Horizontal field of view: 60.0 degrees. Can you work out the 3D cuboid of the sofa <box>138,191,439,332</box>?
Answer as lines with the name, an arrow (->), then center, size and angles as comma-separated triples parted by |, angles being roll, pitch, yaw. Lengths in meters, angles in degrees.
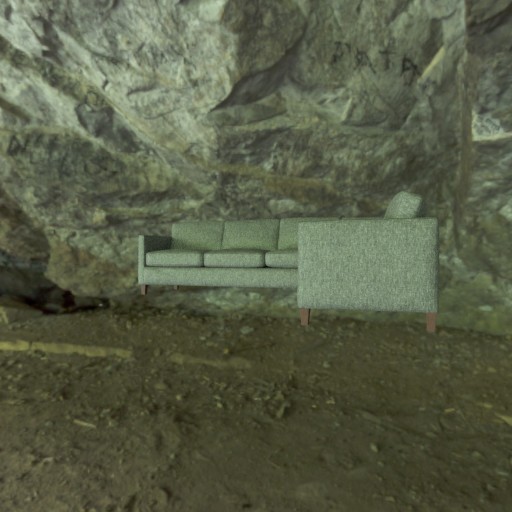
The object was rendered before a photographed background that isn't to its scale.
sofa -> 0.000, 0.000, 4.512 | 3.302, 0.947, 2.593 | 0, 1, 18
